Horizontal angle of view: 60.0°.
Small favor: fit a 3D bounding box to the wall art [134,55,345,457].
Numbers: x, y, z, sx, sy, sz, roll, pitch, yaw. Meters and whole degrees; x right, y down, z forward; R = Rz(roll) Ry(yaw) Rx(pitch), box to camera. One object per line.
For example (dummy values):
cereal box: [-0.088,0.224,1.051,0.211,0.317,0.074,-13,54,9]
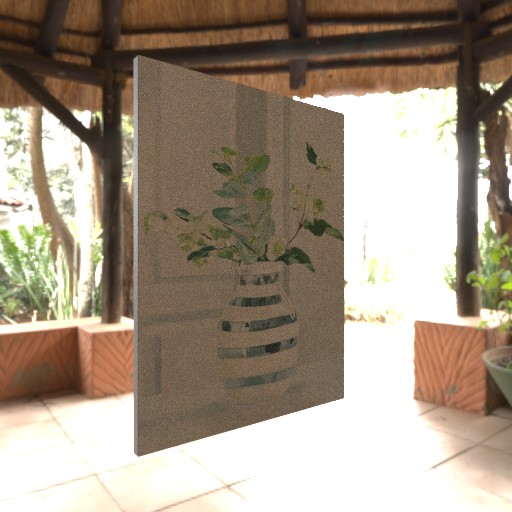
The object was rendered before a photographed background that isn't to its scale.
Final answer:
wall art: [0.000,0.000,1.622,0.914,1.212,0.038,0,0,-37]
